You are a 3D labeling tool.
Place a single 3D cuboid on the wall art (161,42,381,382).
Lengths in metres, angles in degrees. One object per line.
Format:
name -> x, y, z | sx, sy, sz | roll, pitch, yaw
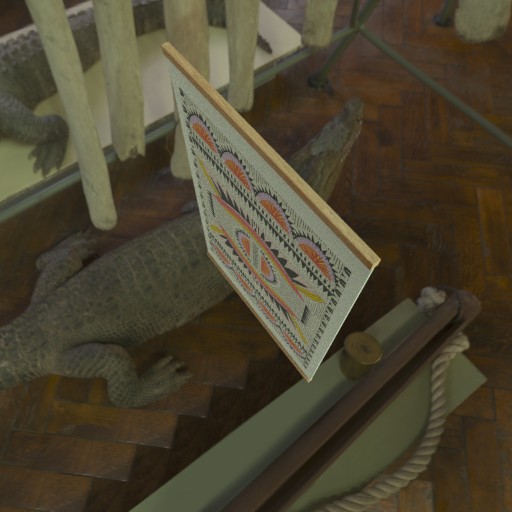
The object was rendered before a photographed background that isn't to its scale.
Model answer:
wall art -> 0.000, 0.000, 1.964 | 0.028, 1.533, 0.999 | -34, 68, -16
